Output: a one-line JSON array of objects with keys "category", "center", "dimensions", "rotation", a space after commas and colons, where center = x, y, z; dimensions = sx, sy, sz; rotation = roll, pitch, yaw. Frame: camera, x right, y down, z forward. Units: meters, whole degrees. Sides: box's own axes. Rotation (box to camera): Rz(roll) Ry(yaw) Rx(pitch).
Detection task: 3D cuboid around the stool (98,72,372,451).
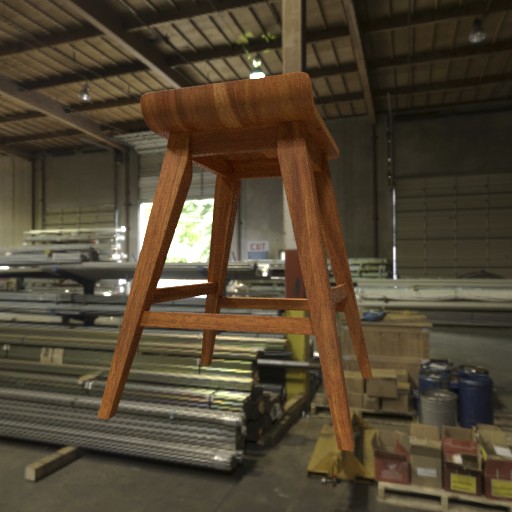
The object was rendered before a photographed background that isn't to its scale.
[{"category": "stool", "center": [0.000, 0.000, 1.046], "dimensions": [0.500, 0.650, 0.500], "rotation": [0, -1, 18]}]
